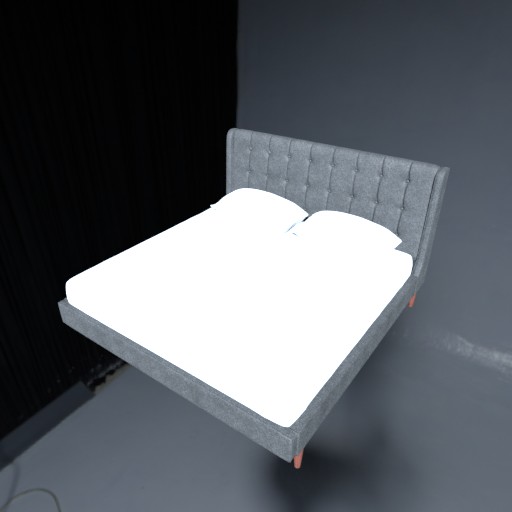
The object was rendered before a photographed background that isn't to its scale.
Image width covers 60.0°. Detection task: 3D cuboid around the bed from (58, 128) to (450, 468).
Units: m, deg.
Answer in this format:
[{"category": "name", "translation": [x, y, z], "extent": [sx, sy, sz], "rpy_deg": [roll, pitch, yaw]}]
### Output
[{"category": "bed", "translation": [0.000, 0.000, 2.543], "extent": [1.531, 0.933, 1.638], "rpy_deg": [20, 35, 31]}]
